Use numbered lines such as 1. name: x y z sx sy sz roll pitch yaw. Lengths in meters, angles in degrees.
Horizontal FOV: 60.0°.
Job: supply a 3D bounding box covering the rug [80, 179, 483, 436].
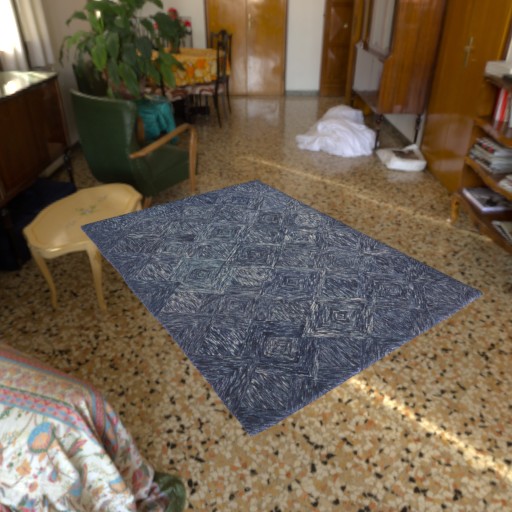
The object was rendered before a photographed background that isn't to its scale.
1. rug: 0.000 0.000 4.232 2.385 0.024 3.245 -20 36 -30
